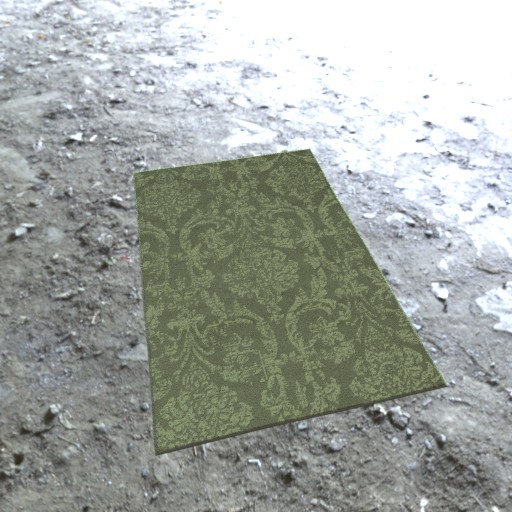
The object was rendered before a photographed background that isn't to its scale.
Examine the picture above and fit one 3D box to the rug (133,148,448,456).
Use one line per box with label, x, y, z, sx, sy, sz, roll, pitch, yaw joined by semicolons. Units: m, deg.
rug;0.000;0.000;2.356;1.206;0.012;1.824;-10;47;-9
